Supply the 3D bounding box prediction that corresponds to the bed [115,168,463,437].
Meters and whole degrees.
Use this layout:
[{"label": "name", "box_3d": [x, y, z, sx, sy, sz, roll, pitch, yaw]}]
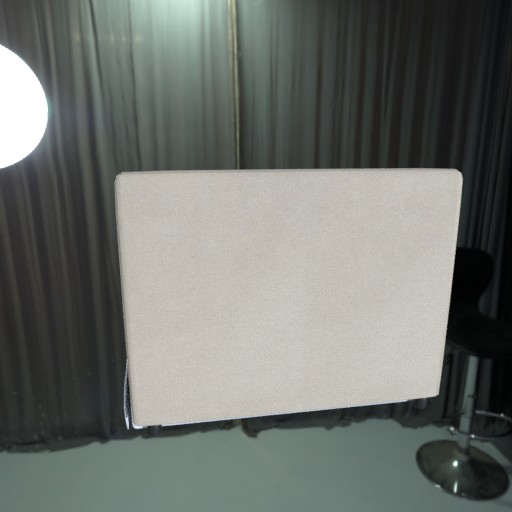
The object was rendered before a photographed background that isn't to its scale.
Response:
[{"label": "bed", "box_3d": [0.000, 0.000, 3.177, 1.723, 1.330, 2.142, -2, 14, -9]}]
